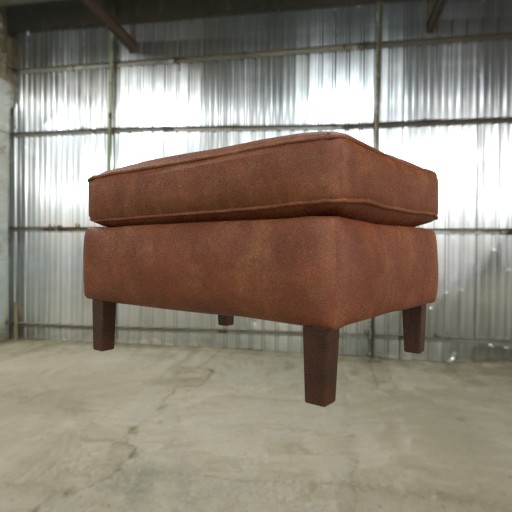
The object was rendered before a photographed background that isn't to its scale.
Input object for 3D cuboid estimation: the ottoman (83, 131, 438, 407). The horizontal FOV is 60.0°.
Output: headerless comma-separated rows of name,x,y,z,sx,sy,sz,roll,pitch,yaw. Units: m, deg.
ottoman,0.000,0.000,0.980,0.665,0.418,0.501,1,1,38
